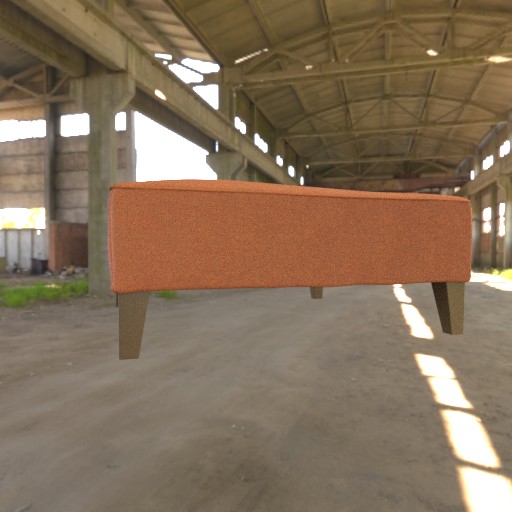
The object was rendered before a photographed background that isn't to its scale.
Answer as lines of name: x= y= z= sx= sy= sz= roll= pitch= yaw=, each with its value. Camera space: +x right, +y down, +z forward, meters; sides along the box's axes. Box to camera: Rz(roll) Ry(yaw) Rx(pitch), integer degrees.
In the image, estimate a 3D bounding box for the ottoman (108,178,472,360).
ottoman: x=0.000 y=0.000 z=1.580 sx=0.997 sy=0.438 sz=0.999 roll=0 pitch=1 yaw=-18
